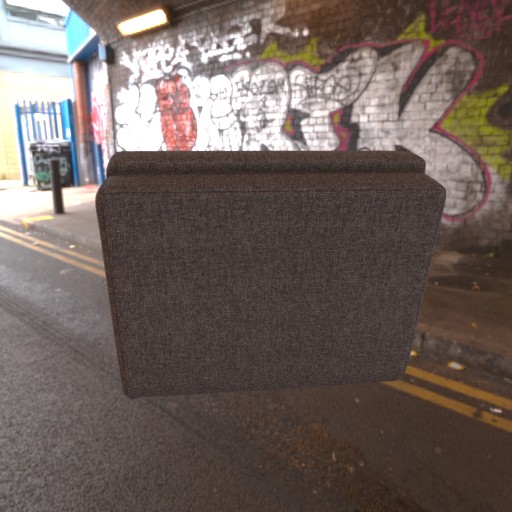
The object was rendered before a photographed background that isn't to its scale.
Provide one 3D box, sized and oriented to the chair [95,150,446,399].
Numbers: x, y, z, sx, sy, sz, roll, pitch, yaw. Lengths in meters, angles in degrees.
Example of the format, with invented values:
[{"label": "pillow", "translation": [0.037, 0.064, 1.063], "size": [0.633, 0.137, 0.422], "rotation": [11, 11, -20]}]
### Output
[{"label": "chair", "translation": [0.000, 0.000, 1.319], "size": [0.740, 0.615, 0.800], "rotation": [-2, 14, -7]}]
